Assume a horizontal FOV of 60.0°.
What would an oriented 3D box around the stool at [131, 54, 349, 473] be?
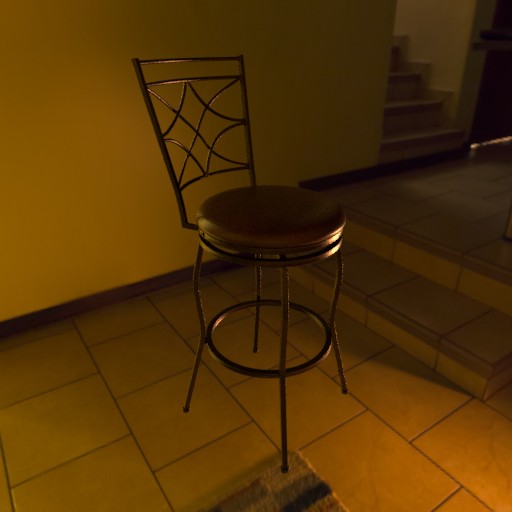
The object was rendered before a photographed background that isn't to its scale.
[{"bbox_3d":[0.000,0.000,1.365,0.534,1.117,0.434,18,31,32],"label":"stool"}]
